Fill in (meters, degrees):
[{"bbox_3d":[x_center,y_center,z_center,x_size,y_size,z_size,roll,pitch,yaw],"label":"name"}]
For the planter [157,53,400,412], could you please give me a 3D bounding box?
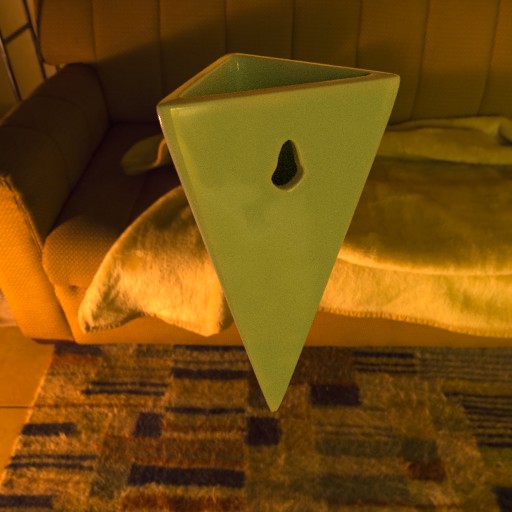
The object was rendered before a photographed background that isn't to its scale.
[{"bbox_3d":[0.000,0.000,0.213,0.080,0.178,0.064,-13,41,-15],"label":"planter"}]
